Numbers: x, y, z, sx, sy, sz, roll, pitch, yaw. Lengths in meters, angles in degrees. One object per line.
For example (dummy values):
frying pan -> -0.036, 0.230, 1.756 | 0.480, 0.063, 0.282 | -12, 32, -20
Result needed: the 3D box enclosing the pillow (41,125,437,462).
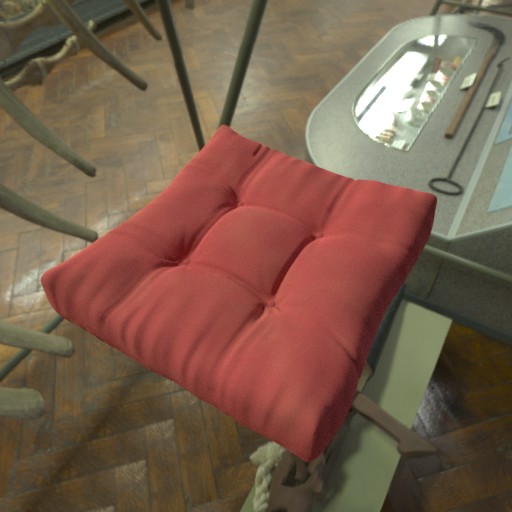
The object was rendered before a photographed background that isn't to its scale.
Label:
pillow -> 0.000, 0.000, 0.731 | 0.468, 0.128, 0.490 | 24, 52, 20
